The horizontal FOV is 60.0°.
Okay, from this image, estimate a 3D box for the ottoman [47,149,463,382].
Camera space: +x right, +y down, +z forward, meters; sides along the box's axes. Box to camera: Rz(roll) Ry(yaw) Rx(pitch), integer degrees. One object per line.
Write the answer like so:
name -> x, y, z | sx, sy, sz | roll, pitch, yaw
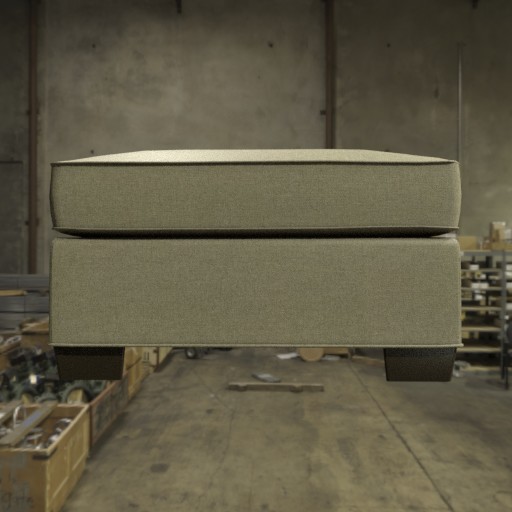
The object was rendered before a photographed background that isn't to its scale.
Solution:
ottoman -> 0.000, 0.000, 1.187 | 0.843, 0.504, 0.619 | 0, 0, 1
